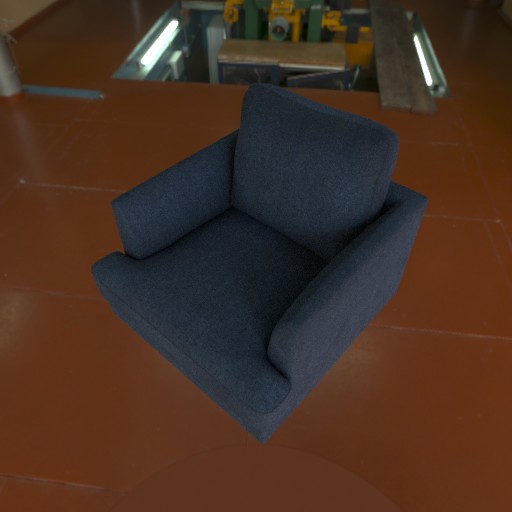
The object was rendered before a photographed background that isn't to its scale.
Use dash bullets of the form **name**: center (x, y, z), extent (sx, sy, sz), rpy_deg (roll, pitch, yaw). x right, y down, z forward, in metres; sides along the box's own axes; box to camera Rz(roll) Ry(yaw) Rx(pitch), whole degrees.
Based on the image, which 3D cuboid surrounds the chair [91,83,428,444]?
- **chair**: center (0.000, 0.000, 1.630), extent (0.858, 0.957, 0.899), rpy_deg (32, 53, 28)
